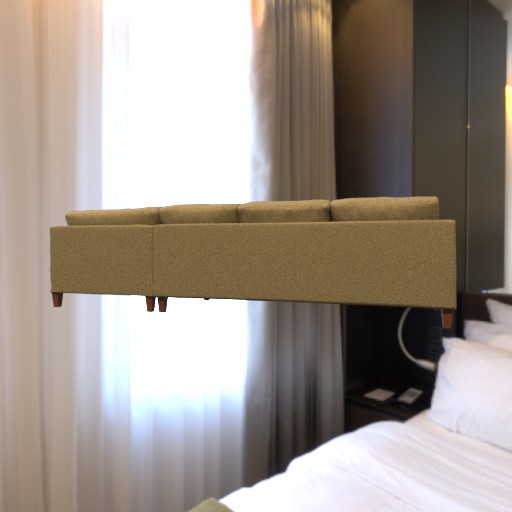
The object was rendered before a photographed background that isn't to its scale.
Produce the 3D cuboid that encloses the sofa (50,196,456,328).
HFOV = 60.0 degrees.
[{"bbox_3d":[0.000,0.000,4.023,3.186,0.861,1.625,0,1,19],"label":"sofa"}]
